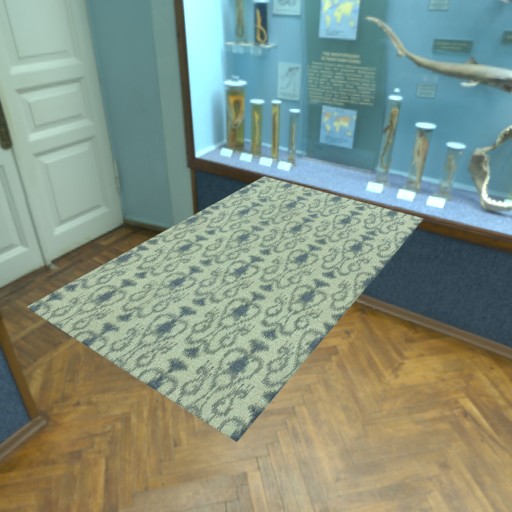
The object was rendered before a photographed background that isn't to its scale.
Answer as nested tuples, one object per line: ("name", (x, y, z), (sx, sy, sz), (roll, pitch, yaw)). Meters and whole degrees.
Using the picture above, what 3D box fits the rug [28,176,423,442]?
("rug", (0.000, 0.000, 2.055), (1.035, 0.006, 1.652), (21, 37, 29))
